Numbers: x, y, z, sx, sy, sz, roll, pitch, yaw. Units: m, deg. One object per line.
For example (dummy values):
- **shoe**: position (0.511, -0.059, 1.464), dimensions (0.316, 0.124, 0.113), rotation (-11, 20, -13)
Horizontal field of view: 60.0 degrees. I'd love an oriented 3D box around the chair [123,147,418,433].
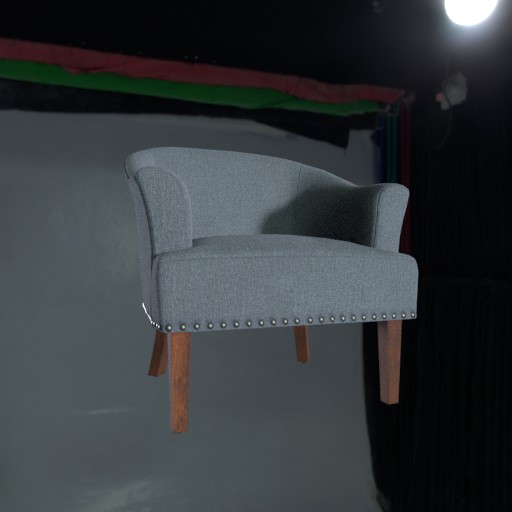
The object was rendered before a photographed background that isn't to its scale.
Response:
- **chair**: position (0.000, 0.000, 1.403), dimensions (0.798, 0.815, 0.704), rotation (0, 0, -20)
